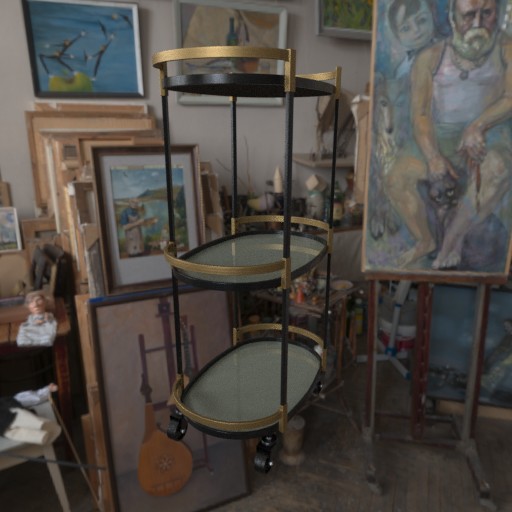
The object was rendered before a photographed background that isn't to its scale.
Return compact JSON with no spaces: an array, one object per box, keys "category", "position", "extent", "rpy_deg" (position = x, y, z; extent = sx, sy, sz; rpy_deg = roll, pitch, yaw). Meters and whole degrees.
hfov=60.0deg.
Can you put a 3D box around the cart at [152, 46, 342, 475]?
[{"category":"cart","position":[0.000,0.000,1.103],"extent":[0.311,0.885,0.515],"rpy_deg":[8,19,26]}]
